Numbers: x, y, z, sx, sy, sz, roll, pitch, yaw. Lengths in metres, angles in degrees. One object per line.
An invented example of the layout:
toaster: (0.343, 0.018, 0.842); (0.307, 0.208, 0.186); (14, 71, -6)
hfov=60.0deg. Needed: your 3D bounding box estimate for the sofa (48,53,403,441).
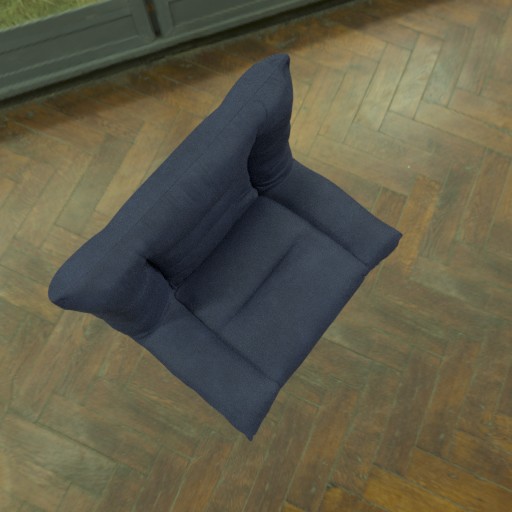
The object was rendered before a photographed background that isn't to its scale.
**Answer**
sofa: (0.000, 0.000, 1.699); (0.849, 0.778, 1.122); (38, 78, 9)
